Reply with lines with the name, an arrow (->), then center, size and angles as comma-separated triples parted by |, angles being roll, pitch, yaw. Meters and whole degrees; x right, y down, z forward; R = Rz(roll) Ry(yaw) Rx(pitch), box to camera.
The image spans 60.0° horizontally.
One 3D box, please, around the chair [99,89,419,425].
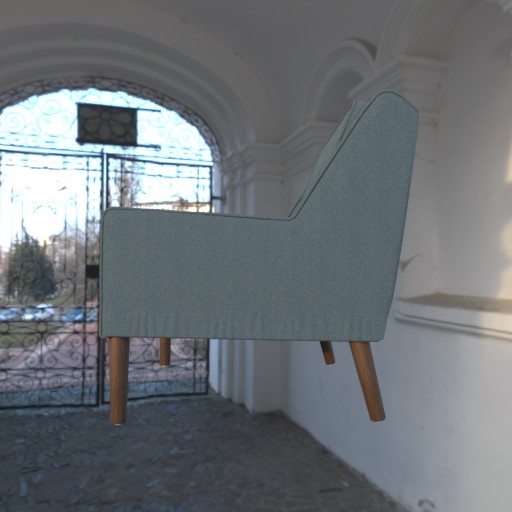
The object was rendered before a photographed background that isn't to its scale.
chair -> 0.000, 0.000, 1.319 | 0.733, 0.780, 0.663 | 0, -1, -1
